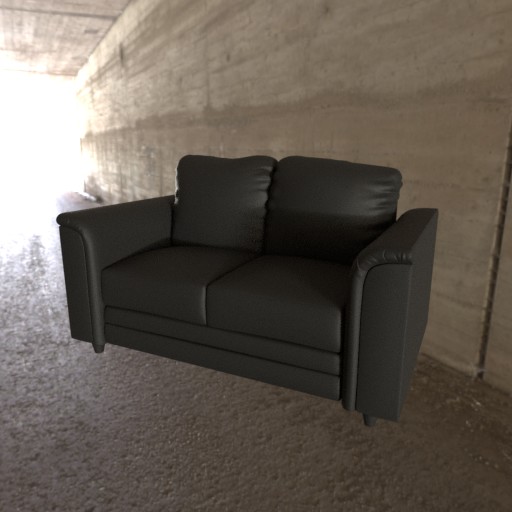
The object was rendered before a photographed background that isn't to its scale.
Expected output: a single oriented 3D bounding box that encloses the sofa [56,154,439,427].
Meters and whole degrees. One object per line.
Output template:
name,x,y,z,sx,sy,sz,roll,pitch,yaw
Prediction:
sofa,0.000,0.000,1.929,1.386,0.845,0.887,7,16,25
